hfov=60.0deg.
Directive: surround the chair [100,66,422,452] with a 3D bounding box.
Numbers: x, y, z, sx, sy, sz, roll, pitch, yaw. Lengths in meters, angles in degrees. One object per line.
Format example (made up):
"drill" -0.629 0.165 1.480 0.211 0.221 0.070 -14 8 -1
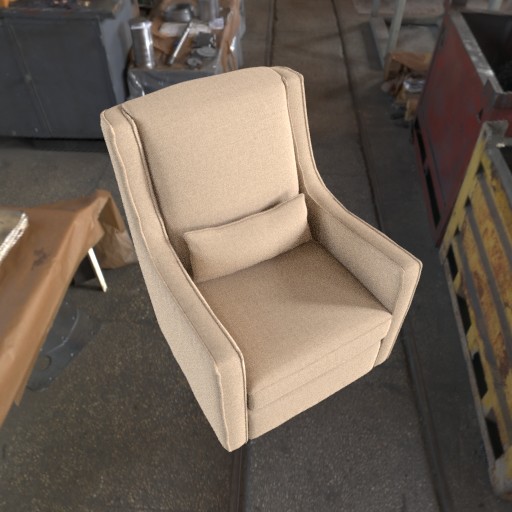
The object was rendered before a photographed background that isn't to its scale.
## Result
"chair" 0.000 0.000 1.581 0.732 0.993 0.879 -23 51 -20
